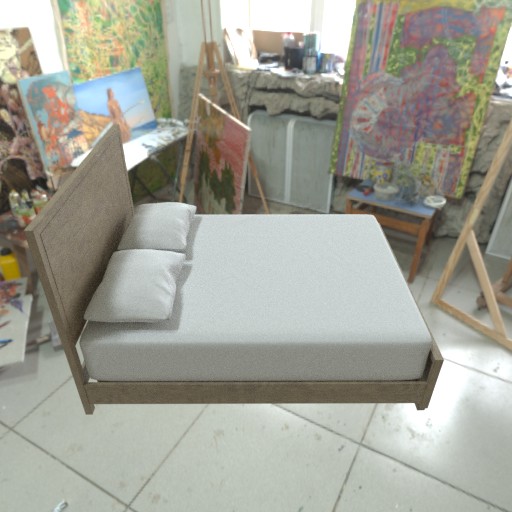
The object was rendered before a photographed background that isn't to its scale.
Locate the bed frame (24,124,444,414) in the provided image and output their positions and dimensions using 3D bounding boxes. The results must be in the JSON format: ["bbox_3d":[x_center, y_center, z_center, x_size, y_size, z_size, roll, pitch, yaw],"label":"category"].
[{"bbox_3d":[0.000,0.000,3.133,2.189,1.369,1.606,0,34,0],"label":"bed frame"}]
